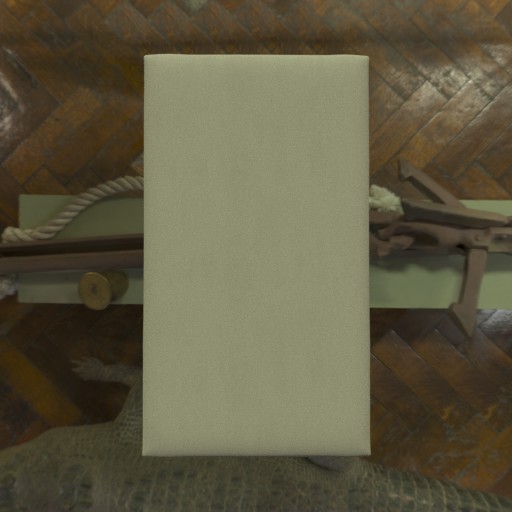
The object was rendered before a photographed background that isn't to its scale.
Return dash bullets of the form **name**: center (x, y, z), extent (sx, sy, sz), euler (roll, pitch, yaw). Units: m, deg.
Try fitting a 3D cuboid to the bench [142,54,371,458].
- **bench**: center (0.000, 0.000, 1.165), extent (0.500, 0.449, 0.887), euler (0, 89, 0)
